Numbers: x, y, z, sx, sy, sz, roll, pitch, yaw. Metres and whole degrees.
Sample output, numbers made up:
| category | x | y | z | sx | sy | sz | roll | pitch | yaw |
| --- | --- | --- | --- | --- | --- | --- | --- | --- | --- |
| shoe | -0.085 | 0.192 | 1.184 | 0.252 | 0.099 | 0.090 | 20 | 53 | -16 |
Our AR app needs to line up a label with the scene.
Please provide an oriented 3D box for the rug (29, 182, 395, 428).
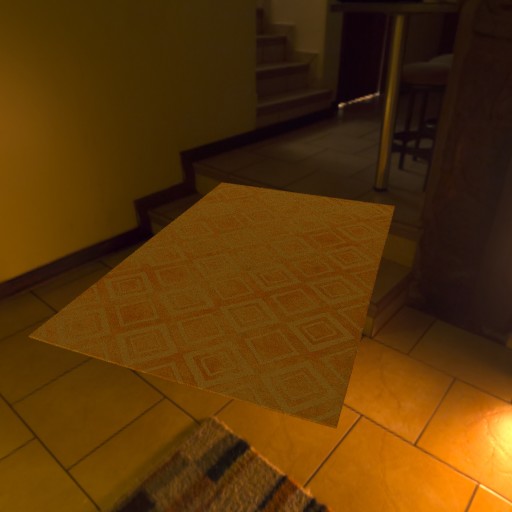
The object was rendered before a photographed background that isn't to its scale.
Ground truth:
| category | x | y | z | sx | sy | sz | roll | pitch | yaw |
| --- | --- | --- | --- | --- | --- | --- | --- | --- | --- |
| rug | 0.000 | 0.000 | 2.277 | 1.213 | 0.010 | 1.829 | 11 | 31 | 18 |
